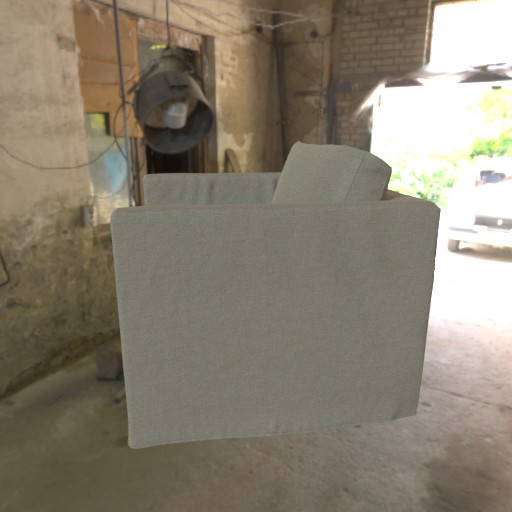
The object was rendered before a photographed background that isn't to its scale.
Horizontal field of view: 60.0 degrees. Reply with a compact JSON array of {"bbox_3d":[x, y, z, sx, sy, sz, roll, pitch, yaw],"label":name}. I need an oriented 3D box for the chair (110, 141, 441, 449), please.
[{"bbox_3d":[0.000,0.000,1.748,0.949,0.863,1.057,-2,16,-8],"label":"chair"}]
